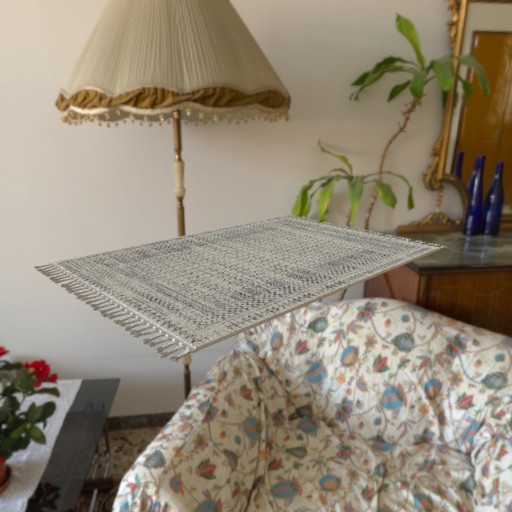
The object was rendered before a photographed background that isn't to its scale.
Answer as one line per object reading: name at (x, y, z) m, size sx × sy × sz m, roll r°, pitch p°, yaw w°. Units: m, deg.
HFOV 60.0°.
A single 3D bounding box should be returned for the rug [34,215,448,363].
rug at (0.000, 0.000, 2.350) m, size 1.872 × 0.013 × 1.243 m, roll -15°, pitch 23°, yaw -41°
